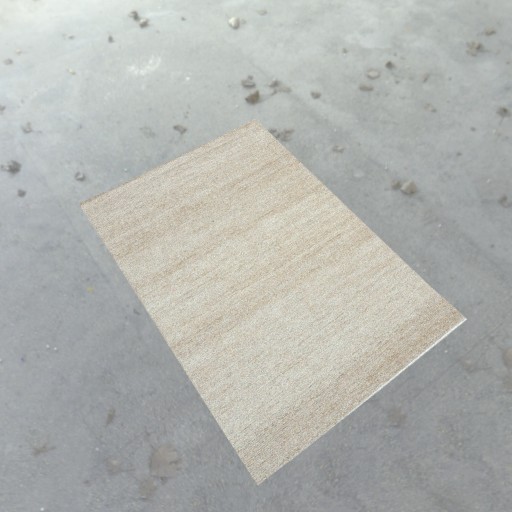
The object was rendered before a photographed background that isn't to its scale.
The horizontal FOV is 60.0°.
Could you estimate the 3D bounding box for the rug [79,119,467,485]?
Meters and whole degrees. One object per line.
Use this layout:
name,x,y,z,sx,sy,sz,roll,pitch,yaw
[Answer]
rug,0.000,0.000,2.997,1.596,0.030,2.283,-31,62,-18
